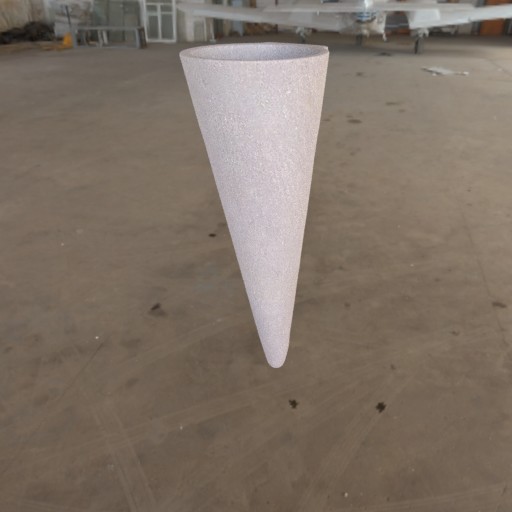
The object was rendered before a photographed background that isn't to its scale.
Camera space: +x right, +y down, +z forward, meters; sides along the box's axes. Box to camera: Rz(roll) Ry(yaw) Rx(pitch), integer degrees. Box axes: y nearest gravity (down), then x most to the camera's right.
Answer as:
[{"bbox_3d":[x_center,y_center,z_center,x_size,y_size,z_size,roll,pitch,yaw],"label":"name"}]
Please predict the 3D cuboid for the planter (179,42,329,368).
[{"bbox_3d":[0.000,0.000,0.306,0.078,0.259,0.087,19,36,29],"label":"planter"}]
